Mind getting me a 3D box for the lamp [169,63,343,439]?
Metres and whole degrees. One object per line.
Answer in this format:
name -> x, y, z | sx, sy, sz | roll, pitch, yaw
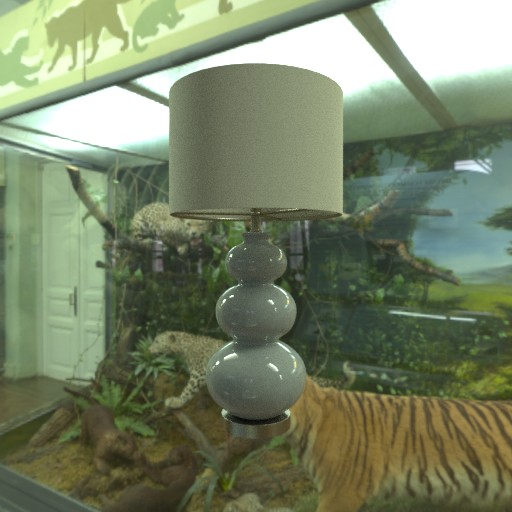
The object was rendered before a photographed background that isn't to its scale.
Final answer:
lamp -> 0.000, 0.000, 0.956 | 0.367, 0.730, 0.367 | 0, 1, 2
